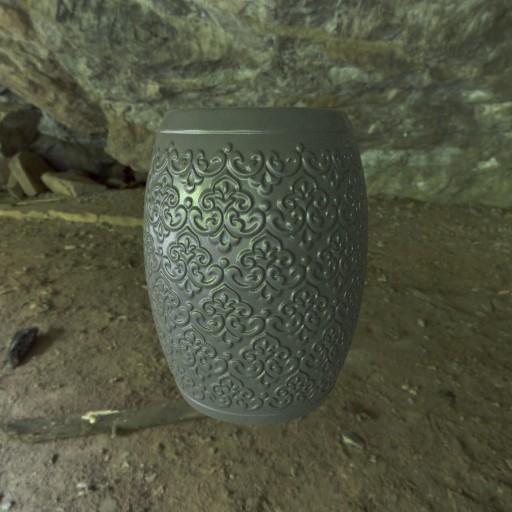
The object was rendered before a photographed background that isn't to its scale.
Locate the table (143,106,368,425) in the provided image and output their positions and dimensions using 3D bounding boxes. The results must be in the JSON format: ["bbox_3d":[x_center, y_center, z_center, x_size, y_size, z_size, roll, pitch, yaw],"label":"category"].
[{"bbox_3d":[0.000,0.000,0.634,0.309,0.397,0.309,0,16,0],"label":"table"}]
